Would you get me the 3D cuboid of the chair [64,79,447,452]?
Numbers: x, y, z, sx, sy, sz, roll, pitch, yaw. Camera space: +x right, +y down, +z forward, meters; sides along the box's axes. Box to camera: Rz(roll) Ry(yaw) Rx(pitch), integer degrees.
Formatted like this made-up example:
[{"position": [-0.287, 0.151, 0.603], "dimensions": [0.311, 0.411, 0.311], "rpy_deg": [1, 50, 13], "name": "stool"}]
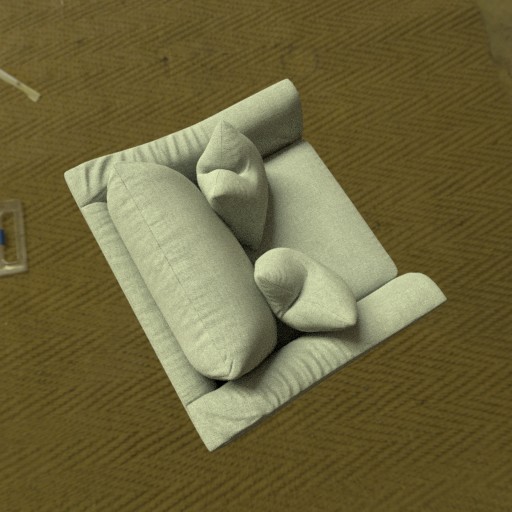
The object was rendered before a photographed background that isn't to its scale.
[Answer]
[{"position": [0.000, 0.000, 1.988], "dimensions": [1.071, 1.059, 1.194], "rpy_deg": [-30, 77, -8], "name": "chair"}]
